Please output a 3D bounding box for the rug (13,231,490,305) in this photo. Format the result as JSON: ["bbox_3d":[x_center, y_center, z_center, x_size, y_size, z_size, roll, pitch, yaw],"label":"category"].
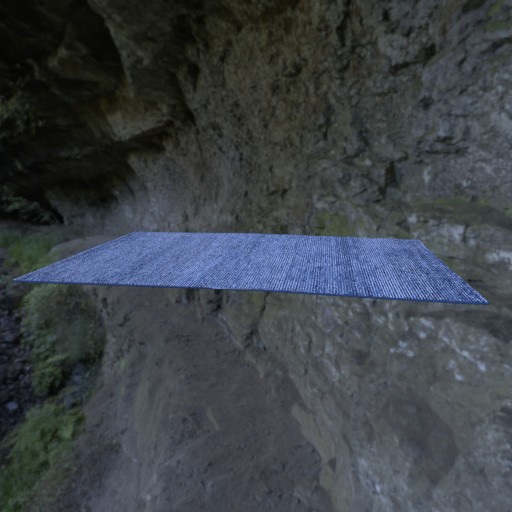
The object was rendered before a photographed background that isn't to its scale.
[{"bbox_3d":[0.000,0.000,2.194,1.793,0.025,1.159,2,13,9],"label":"rug"}]
